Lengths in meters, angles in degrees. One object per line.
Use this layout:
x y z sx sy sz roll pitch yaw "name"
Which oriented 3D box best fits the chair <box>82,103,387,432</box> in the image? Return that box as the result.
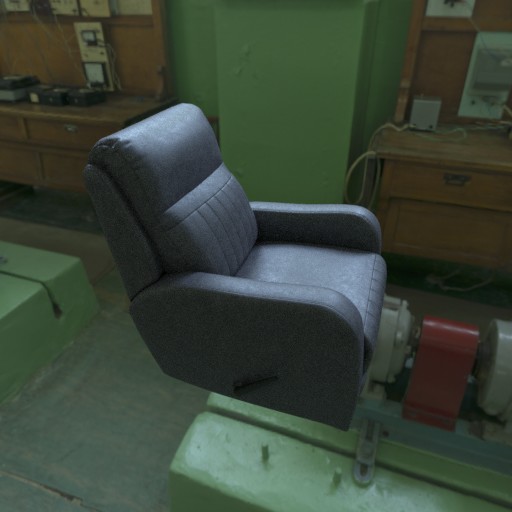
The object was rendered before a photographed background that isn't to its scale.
0.000 0.000 1.845 1.067 1.067 0.865 10 33 16 "chair"
